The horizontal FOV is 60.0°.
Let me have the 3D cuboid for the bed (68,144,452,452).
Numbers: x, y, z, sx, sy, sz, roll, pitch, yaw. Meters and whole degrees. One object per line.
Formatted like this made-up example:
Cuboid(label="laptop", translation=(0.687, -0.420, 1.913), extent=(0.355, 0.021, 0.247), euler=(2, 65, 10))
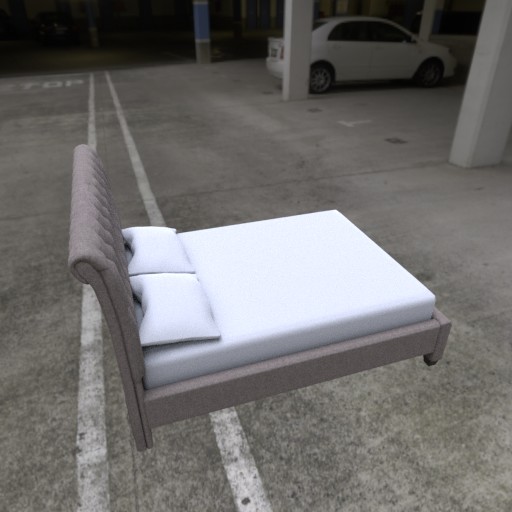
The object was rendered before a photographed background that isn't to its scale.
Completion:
Cuboid(label="bed", translation=(0.000, 0.000, 3.191), extent=(2.252, 1.371, 1.645), euler=(-10, 33, -16))
